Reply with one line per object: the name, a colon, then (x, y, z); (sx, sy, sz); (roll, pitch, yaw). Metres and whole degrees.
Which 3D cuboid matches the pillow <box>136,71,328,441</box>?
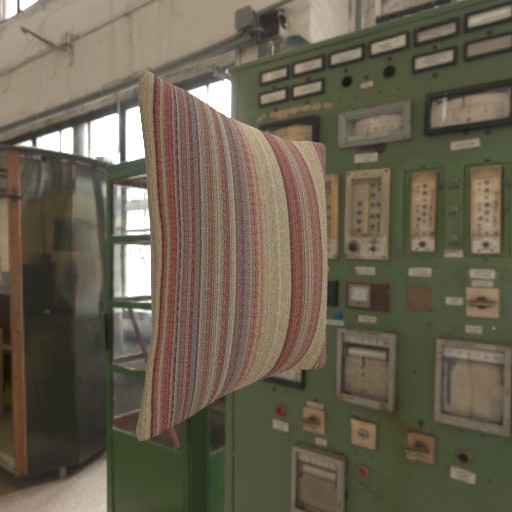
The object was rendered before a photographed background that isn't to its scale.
pillow: (0.000, 0.000, 0.665); (0.136, 0.419, 0.437); (0, 0, 37)
